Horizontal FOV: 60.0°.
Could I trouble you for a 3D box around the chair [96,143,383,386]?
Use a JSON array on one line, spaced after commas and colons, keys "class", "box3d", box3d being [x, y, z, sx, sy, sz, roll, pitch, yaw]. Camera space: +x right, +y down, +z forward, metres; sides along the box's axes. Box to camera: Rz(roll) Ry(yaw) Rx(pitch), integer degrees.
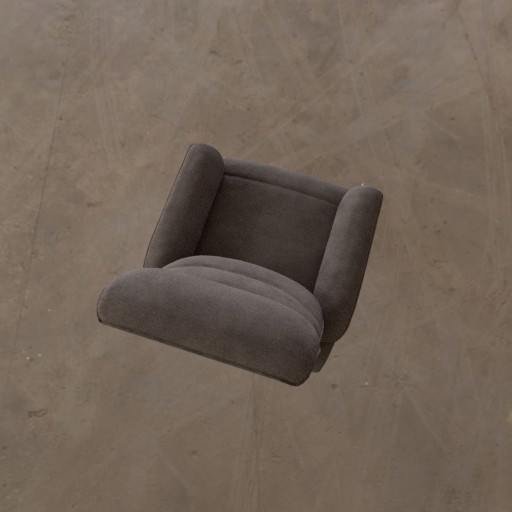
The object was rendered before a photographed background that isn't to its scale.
[{"class": "chair", "box3d": [0.000, 0.000, 1.720, 0.830, 1.036, 1.009, 16, 66, 7]}]
